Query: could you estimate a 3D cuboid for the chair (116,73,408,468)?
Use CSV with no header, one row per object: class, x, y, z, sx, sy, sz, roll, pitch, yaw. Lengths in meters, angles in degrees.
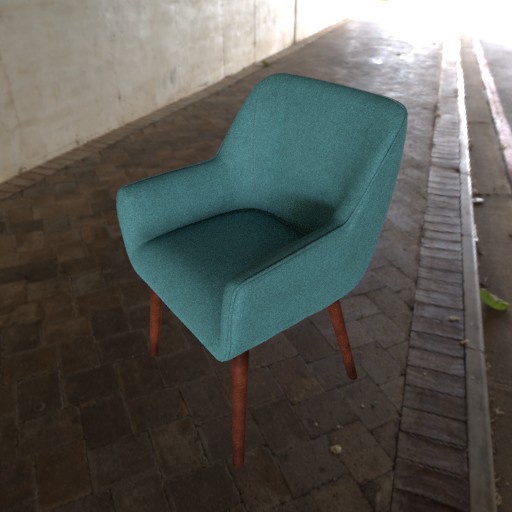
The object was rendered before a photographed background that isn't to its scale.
chair,0.000,0.000,1.160,0.519,0.803,0.543,-22,39,-30
